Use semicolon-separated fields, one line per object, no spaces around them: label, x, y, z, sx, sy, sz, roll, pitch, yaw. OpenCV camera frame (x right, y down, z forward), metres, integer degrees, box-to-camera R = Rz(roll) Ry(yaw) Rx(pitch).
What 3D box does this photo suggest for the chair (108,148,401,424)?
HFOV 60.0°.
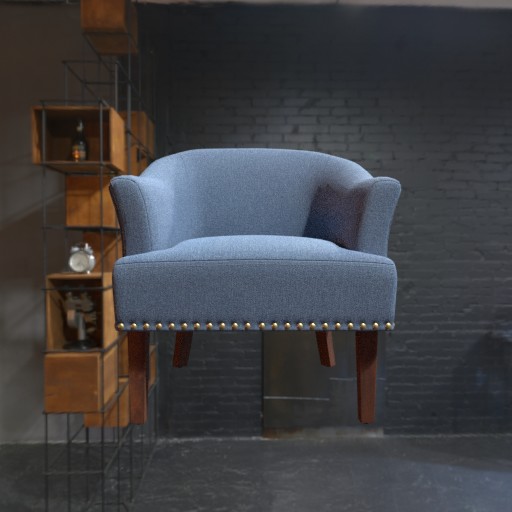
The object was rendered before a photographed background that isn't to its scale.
chair;0.000;0.000;1.385;0.772;0.815;0.704;0;1;0
